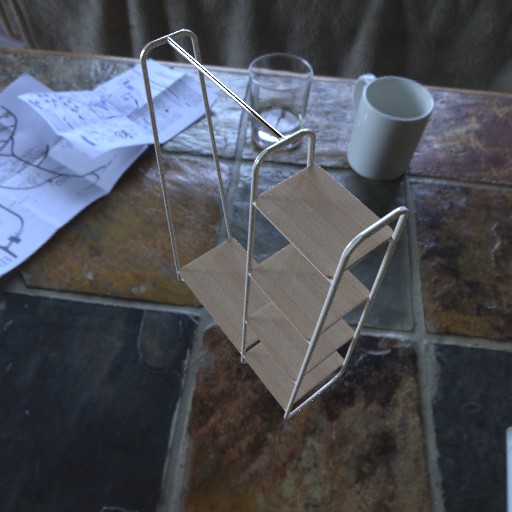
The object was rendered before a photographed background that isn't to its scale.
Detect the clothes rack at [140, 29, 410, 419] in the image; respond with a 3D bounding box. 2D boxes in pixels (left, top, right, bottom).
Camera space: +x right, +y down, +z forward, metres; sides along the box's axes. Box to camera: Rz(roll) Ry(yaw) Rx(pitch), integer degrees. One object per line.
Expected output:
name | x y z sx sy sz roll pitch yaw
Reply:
clothes rack | 0.000 0.000 1.903 0.400 1.500 1.011 -33 63 -19
